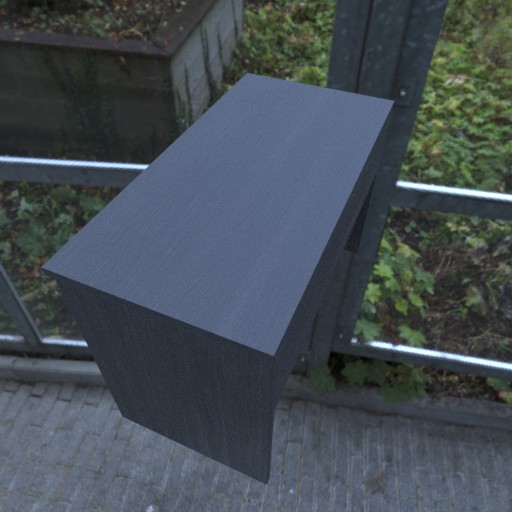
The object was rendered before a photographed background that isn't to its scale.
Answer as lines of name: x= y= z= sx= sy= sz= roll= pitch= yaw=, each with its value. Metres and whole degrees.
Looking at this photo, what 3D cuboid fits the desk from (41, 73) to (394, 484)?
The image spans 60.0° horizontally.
desk: x=0.000 y=0.000 z=1.515 sx=0.557 sy=0.729 sz=1.099 roll=18 pitch=48 yaw=16
